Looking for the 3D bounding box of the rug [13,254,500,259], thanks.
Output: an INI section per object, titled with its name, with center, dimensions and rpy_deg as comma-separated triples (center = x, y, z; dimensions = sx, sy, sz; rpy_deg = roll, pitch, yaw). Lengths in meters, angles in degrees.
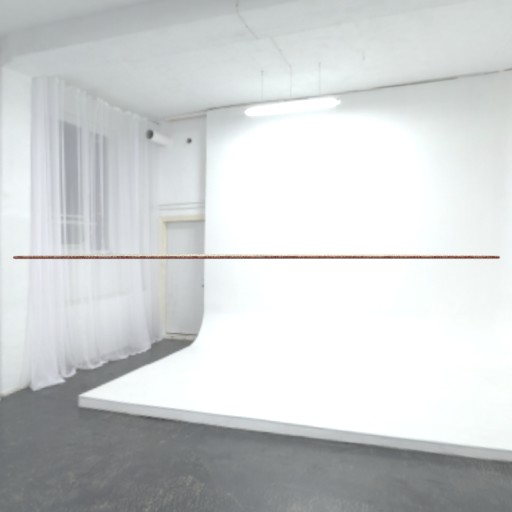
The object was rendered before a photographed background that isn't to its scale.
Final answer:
[rug]
center = 0.000, 0.000, 2.972
dimensions = 2.438, 0.015, 1.524
rpy_deg = 0, 1, -2
